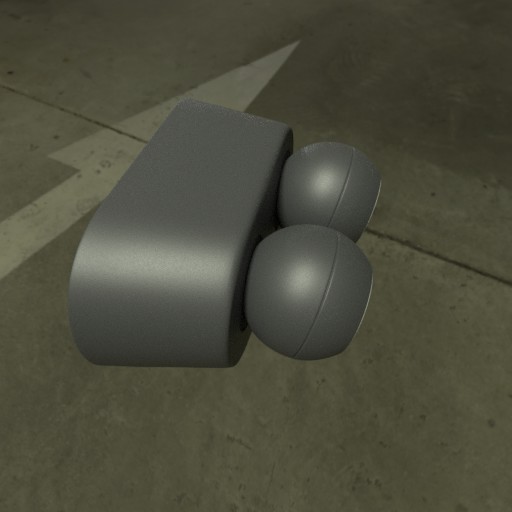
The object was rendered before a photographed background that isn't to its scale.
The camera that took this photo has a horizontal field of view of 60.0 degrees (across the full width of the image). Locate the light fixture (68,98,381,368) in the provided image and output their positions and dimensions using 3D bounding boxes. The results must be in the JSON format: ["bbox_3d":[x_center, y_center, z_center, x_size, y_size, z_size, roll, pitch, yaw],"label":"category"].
[{"bbox_3d":[0.000,0.000,0.331,0.159,0.159,0.229,10,47,9],"label":"light fixture"}]
